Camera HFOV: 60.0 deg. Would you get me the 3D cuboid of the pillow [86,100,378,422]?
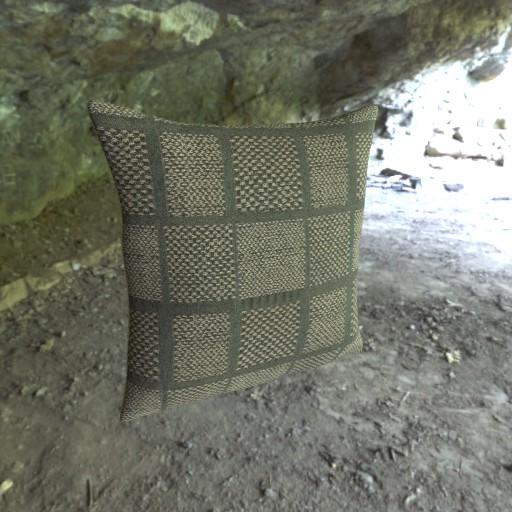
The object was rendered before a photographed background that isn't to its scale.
[{"bbox_3d":[0.000,0.000,0.659,0.435,0.432,0.138,-9,20,-26],"label":"pillow"}]
